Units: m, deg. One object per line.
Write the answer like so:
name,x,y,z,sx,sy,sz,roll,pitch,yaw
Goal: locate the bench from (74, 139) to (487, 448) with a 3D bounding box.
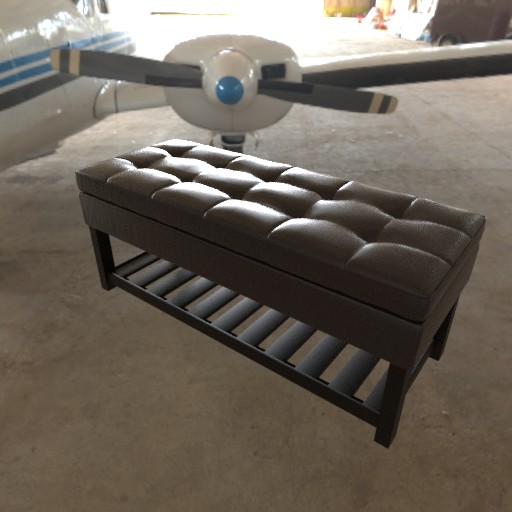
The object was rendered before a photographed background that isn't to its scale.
bench,0.000,0.000,1.322,1.105,0.460,0.432,21,37,32
